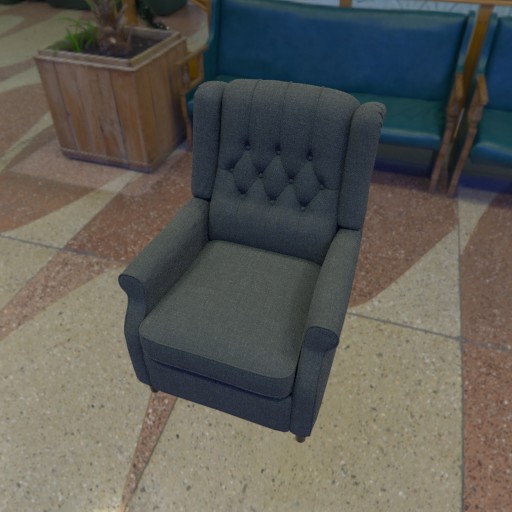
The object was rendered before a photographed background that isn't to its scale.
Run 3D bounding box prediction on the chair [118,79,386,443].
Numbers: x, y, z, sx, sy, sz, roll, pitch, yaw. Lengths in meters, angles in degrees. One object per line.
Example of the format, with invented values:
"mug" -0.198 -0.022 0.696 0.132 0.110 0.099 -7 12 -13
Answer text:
"chair" 0.000 0.000 1.630 0.742 1.035 0.898 13 43 15
